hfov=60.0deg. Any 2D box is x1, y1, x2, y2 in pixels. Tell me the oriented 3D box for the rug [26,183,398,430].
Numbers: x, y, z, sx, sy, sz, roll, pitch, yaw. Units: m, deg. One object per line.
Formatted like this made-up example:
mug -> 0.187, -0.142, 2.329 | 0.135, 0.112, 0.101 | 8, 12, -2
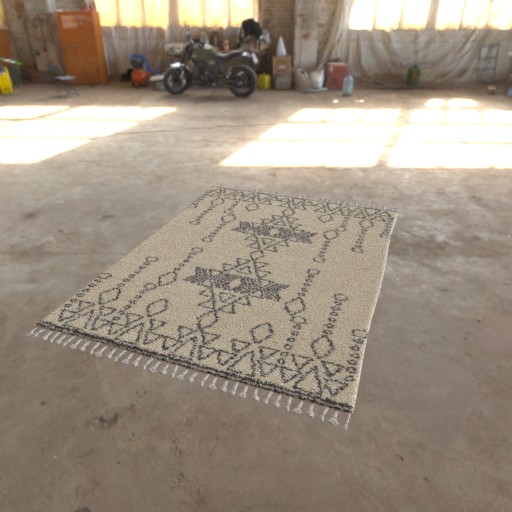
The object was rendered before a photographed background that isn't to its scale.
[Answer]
rug -> 0.000, 0.000, 3.791 | 2.125, 0.028, 3.027 | 10, 31, 18
